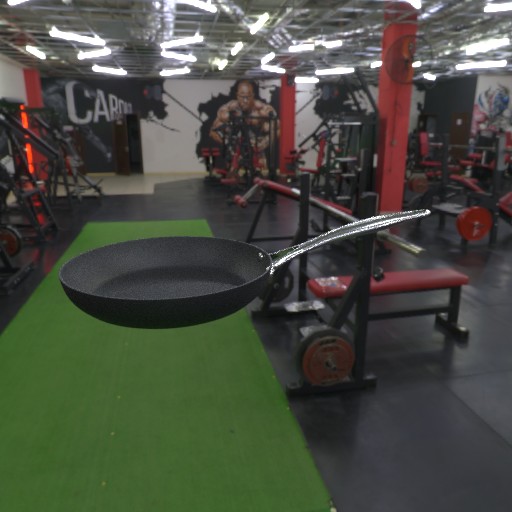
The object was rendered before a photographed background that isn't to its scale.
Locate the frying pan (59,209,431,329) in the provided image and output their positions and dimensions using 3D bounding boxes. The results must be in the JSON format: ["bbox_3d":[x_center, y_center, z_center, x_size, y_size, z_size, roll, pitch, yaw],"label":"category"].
[{"bbox_3d":[0.000,0.000,0.568,0.472,0.105,0.255,-3,17,-9],"label":"frying pan"}]
